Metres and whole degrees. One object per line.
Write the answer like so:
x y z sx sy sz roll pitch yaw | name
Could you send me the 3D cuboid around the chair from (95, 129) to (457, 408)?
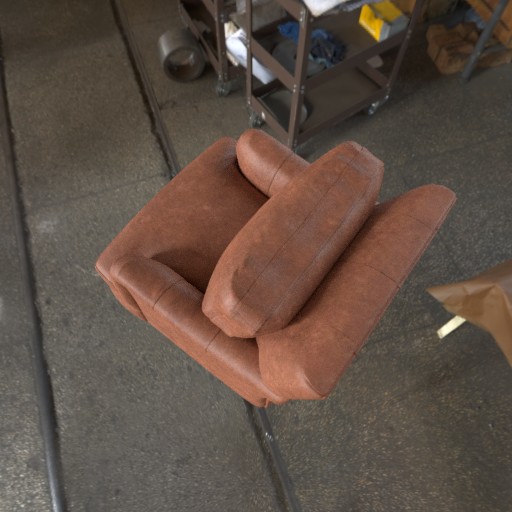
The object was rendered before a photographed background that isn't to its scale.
0.000 0.000 1.974 1.158 1.055 0.986 34 68 16 | chair
